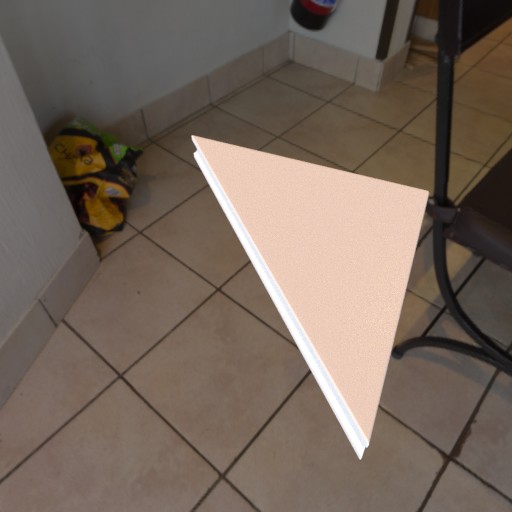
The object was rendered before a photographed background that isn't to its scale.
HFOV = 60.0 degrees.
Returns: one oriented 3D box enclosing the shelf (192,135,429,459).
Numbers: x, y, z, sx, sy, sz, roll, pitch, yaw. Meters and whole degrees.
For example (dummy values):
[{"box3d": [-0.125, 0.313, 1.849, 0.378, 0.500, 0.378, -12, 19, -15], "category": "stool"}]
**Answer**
[{"box3d": [0.000, 0.000, 0.450, 0.296, 0.035, 0.296, 17, 51, 14], "category": "shelf"}]
